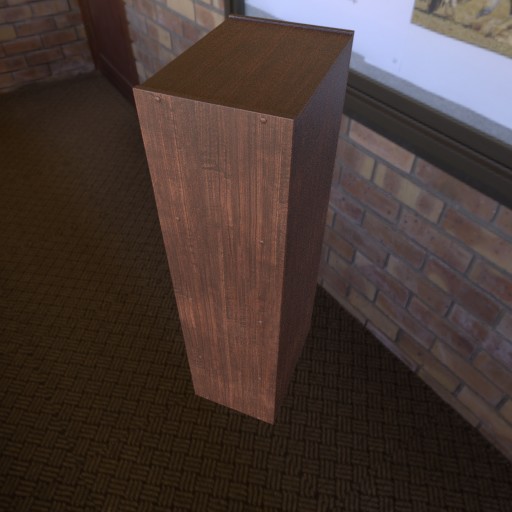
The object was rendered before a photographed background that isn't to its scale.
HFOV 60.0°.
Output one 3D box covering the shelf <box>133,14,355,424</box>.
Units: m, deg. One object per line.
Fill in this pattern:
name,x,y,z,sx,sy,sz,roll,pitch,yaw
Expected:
shelf,0.000,0.000,1.244,0.290,1.099,0.415,16,48,15
